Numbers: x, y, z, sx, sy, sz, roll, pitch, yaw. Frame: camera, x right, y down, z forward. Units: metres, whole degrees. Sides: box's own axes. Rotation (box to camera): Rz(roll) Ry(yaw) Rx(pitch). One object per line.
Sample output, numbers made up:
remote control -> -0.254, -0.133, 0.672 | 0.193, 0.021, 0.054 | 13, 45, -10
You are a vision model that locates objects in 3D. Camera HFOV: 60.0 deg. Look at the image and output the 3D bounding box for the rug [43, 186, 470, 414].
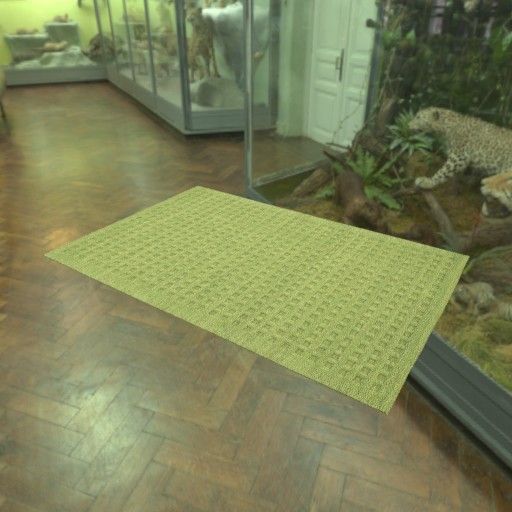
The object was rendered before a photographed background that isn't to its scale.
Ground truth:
rug -> 0.000, 0.000, 2.853 | 2.297, 0.007, 1.529 | 18, 34, 29
